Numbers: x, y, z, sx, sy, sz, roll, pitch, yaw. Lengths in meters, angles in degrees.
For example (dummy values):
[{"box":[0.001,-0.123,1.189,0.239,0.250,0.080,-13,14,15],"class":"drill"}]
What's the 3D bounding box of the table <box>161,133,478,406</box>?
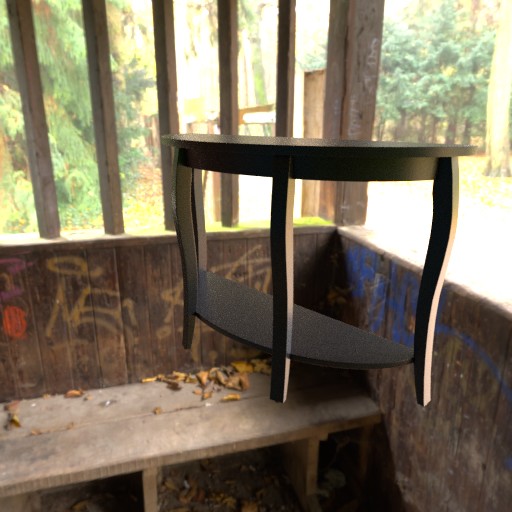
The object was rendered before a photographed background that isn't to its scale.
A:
[{"box":[0.000,0.000,1.532,0.394,0.780,1.219,-16,24,-42],"class":"table"}]
